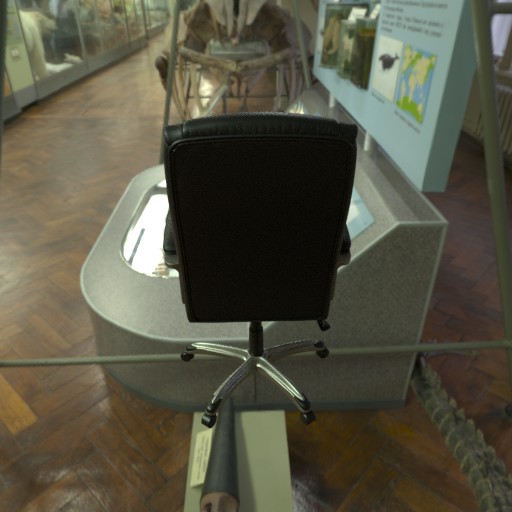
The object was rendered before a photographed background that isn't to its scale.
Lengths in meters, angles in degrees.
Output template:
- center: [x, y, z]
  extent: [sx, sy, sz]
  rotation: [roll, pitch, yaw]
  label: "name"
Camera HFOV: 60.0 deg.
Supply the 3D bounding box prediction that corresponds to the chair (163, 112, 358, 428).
- center: [0.000, 0.000, 1.612]
  extent: [0.663, 1.155, 0.739]
  rotation: [-1, 30, -2]
  label: "chair"
